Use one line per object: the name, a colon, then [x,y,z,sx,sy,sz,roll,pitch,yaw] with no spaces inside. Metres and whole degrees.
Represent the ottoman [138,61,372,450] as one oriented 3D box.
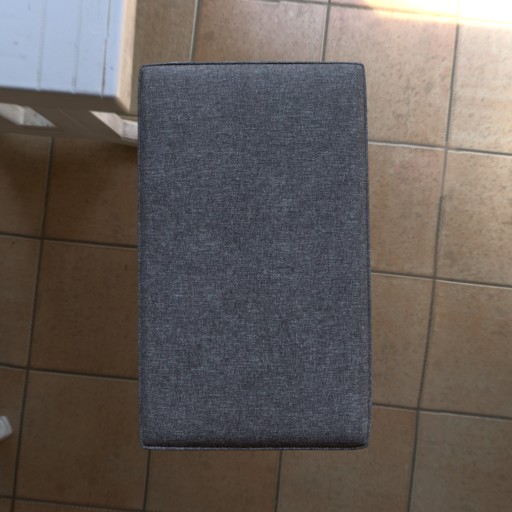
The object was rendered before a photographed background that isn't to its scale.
ottoman: [0.000,0.000,1.516,0.717,0.487,1.184,0,90,0]
